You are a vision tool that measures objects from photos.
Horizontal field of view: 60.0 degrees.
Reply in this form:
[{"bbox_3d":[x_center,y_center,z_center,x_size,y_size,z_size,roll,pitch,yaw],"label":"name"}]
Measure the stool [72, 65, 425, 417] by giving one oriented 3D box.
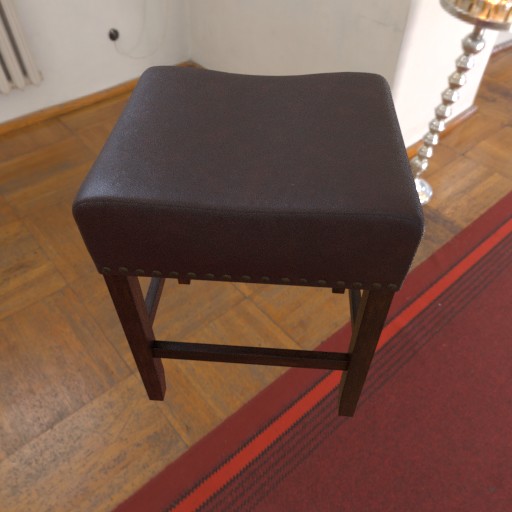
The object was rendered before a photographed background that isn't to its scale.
[{"bbox_3d":[0.000,0.000,0.903,0.465,0.608,0.397,3,47,3],"label":"stool"}]
